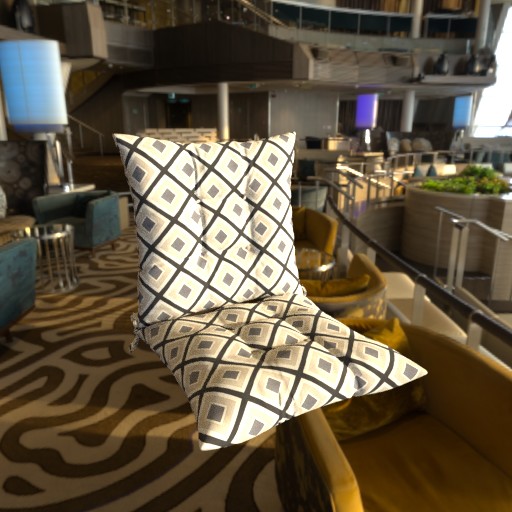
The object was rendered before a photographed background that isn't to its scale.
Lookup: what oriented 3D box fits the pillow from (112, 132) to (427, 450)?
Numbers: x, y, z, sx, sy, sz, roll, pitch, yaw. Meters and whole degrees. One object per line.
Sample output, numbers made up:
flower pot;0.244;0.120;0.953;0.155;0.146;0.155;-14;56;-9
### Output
pillow;0.000;0.000;1.002;0.541;0.536;0.585;-8;18;-26
